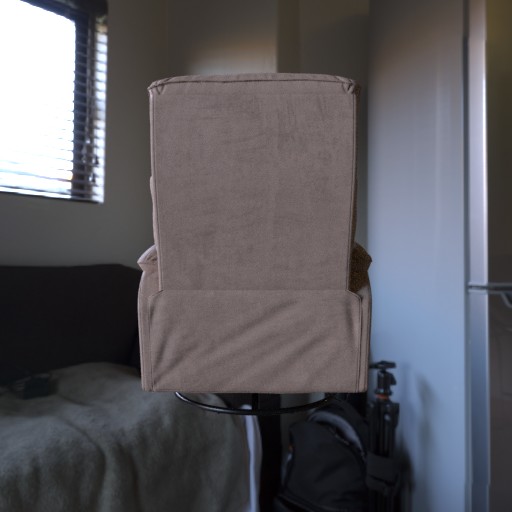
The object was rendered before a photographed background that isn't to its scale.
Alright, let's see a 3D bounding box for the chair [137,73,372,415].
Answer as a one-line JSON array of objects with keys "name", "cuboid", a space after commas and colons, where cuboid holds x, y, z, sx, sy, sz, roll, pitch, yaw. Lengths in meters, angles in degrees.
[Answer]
[{"name": "chair", "cuboid": [0.000, 0.000, 1.696, 0.820, 1.037, 1.004, 0, 0, 1]}]
